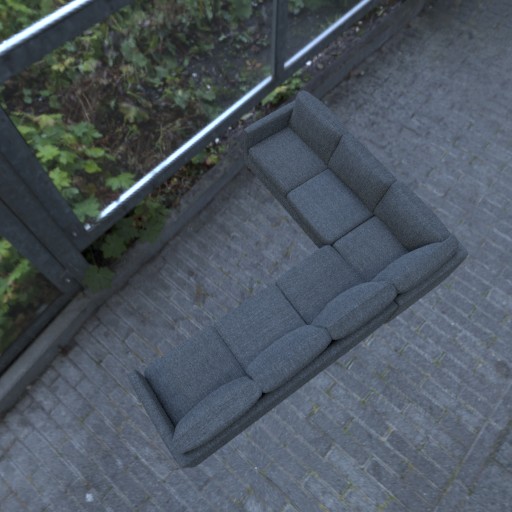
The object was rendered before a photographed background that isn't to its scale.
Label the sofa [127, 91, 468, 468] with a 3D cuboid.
[{"bbox_3d":[0.000,0.000,4.540,3.302,0.947,2.593,-33,69,-15],"label":"sofa"}]
